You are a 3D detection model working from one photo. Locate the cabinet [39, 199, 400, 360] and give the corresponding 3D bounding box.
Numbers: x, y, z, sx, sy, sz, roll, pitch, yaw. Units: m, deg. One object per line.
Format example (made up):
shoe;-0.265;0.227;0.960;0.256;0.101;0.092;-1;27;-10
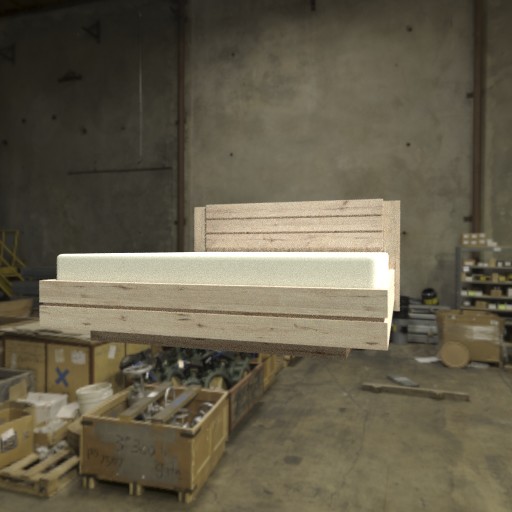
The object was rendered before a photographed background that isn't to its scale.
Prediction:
cabinet;0.000;0.000;3.166;1.950;0.970;2.080;0;1;18
